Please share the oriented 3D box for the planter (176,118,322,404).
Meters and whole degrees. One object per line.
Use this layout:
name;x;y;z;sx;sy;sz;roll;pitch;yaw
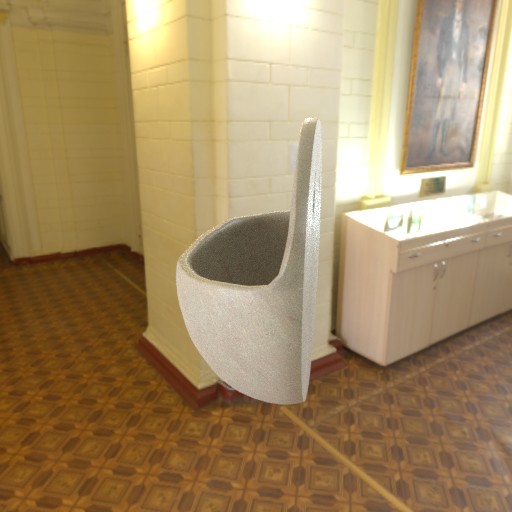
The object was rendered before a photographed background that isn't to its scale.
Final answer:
planter;0.000;0.000;0.276;0.073;0.164;0.190;3;16;10
